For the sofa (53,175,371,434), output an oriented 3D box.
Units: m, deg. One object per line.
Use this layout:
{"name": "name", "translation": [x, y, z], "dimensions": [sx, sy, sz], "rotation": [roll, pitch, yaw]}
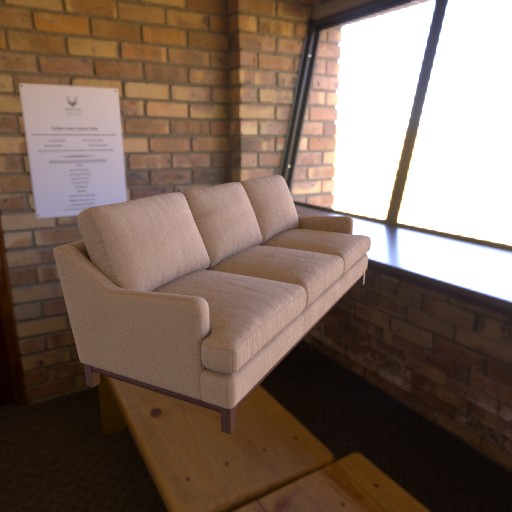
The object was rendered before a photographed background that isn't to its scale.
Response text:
{"name": "sofa", "translation": [0.000, 0.000, 2.925], "dimensions": [1.000, 0.913, 2.321], "rotation": [8, 17, 26]}
